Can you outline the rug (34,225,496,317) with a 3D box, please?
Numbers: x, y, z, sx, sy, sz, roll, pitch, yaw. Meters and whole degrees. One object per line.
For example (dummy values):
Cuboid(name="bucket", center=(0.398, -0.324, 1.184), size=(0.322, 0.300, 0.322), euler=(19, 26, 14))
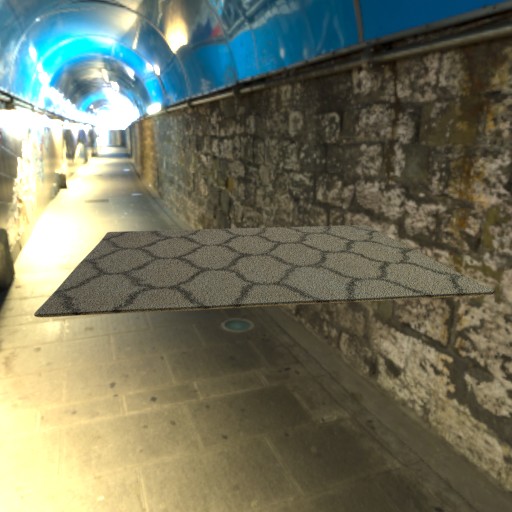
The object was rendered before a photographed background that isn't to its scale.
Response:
Cuboid(name="rug", center=(0.000, 0.000, 3.962), size=(3.000, 0.026, 2.399), euler=(-2, 15, -7))
